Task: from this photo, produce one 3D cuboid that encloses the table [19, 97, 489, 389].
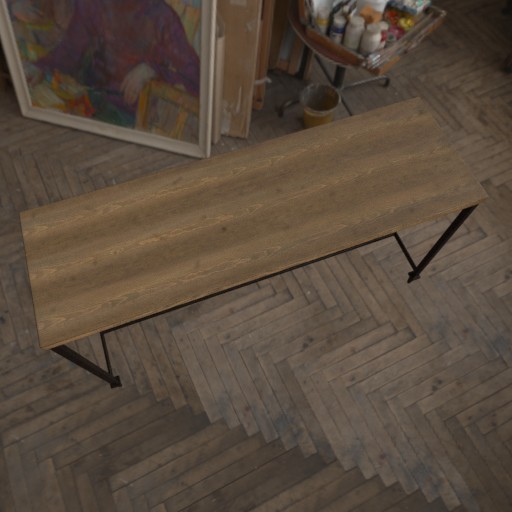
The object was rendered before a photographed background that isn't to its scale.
[{"bbox_3d":[0.000,0.000,2.082,1.700,0.902,0.551,-18,66,-8],"label":"table"}]
